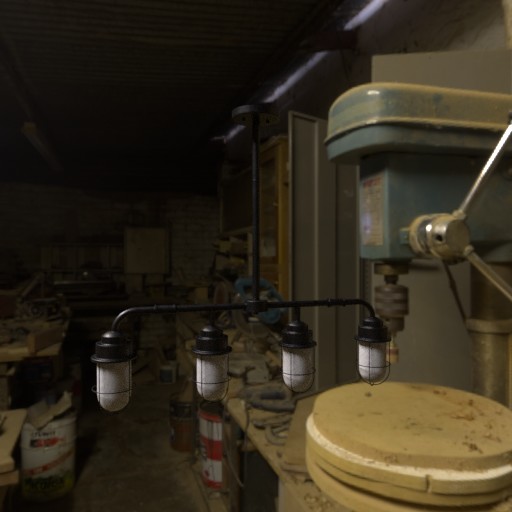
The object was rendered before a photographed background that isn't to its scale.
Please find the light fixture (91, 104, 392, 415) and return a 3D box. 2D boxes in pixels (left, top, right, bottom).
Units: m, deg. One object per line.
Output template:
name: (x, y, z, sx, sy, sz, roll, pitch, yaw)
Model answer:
light fixture: (0.000, 0.000, 1.217, 0.852, 0.785, 0.131, 0, 1, -19)
